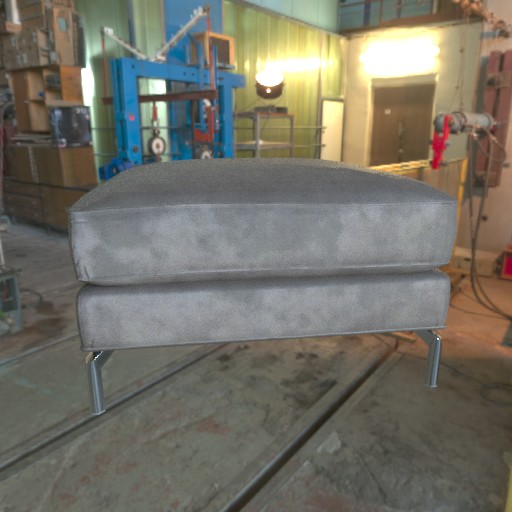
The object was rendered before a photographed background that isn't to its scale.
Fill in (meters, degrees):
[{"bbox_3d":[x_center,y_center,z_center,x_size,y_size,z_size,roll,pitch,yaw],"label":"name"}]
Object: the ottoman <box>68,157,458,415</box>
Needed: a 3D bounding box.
[{"bbox_3d":[0.000,0.000,1.062,0.719,0.456,0.520,-2,16,-8],"label":"ottoman"}]
